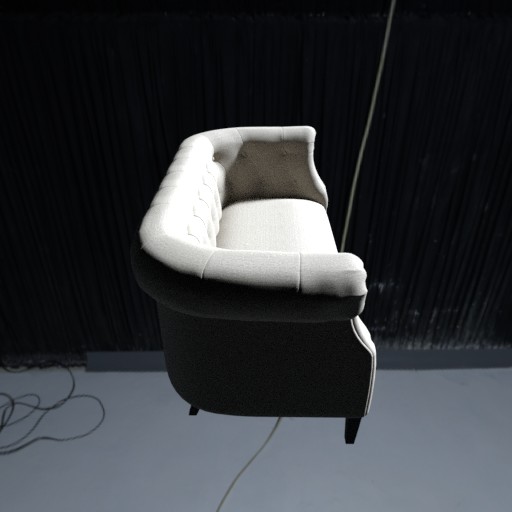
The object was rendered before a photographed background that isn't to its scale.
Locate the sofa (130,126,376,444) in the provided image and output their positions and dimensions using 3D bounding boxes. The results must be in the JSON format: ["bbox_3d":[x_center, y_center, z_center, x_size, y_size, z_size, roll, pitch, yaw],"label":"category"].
[{"bbox_3d":[0.000,0.000,2.054,0.835,0.827,1.558,0,32,1],"label":"sofa"}]
